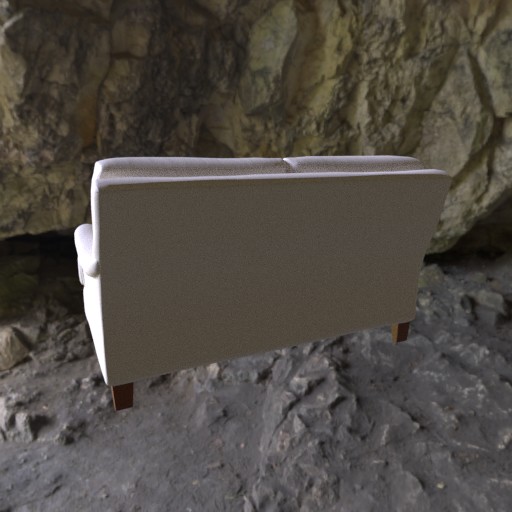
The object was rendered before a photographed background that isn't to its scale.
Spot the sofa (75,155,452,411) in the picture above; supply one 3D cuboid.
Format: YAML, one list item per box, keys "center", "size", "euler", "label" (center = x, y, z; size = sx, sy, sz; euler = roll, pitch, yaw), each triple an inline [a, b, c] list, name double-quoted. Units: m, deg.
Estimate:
- center: [0.000, 0.000, 2.495]
  size: [1.853, 1.101, 1.084]
  euler: [-6, 15, -25]
  label: "sofa"
